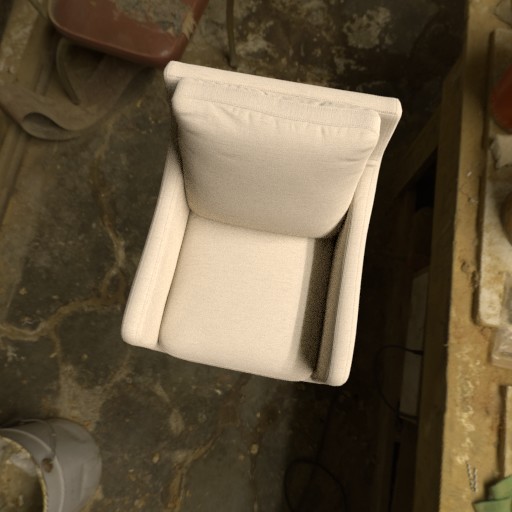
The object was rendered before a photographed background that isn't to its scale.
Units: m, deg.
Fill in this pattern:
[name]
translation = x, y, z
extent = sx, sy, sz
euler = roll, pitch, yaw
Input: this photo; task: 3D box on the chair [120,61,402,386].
[chair]
translation = 0.000, 0.000, 1.370
extent = 0.626, 0.914, 0.694
euler = 11, 75, 3
